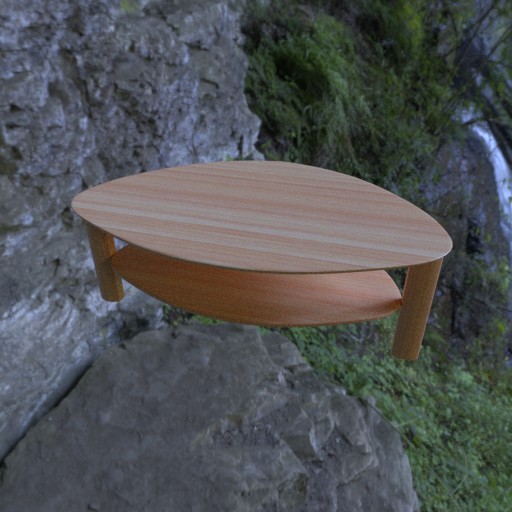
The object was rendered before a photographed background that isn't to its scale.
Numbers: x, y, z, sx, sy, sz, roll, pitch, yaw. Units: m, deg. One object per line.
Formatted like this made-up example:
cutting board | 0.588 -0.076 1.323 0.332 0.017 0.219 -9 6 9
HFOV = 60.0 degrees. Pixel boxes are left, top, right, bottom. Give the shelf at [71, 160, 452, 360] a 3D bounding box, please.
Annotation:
shelf | 0.000 0.000 1.634 1.246 0.440 0.845 9 32 14
